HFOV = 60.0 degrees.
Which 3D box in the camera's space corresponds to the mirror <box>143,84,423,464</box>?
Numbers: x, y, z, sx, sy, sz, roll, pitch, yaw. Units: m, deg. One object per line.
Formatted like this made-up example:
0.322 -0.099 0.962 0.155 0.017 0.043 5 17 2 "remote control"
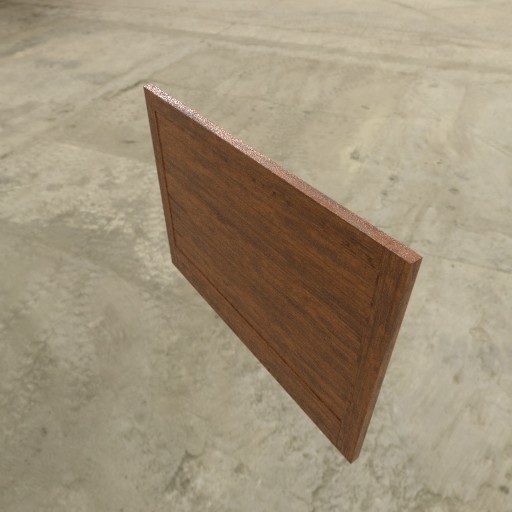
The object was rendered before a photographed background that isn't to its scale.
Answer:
0.000 0.000 0.967 0.084 0.537 0.758 -25 46 -27 "mirror"
